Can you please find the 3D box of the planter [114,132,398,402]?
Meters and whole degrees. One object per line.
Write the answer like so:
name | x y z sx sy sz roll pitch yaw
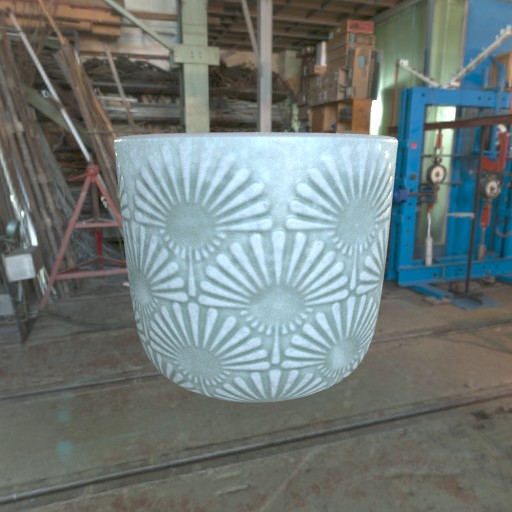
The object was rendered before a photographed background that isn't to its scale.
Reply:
planter | 0.000 0.000 0.214 0.124 0.109 0.124 0 13 0
